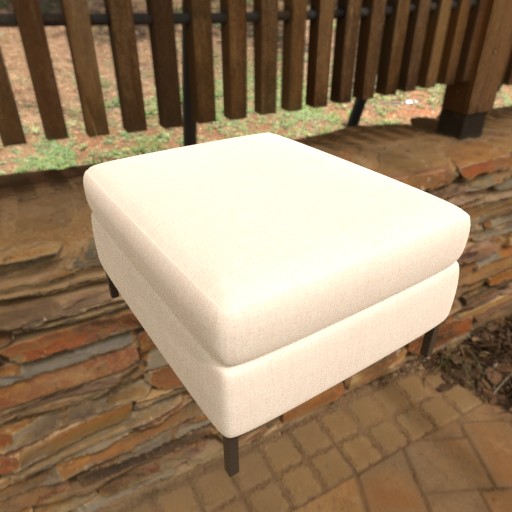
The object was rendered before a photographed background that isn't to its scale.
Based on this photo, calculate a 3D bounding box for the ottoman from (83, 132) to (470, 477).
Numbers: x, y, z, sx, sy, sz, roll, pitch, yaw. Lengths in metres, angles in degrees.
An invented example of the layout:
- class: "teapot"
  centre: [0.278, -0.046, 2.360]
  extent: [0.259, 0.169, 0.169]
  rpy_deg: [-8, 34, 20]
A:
- class: "ottoman"
  centre: [0.000, 0.000, 1.171]
  extent: [0.657, 0.453, 0.794]
  rpy_deg: [-19, 36, -28]
